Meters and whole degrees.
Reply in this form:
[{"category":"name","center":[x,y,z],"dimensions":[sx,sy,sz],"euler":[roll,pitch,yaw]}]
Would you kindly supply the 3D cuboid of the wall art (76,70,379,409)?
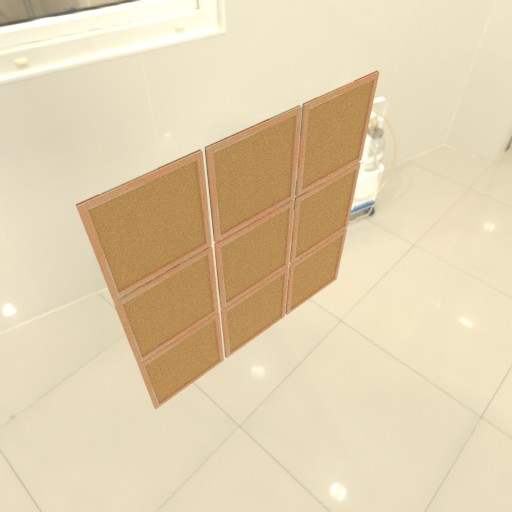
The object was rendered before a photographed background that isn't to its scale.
[{"category":"wall art","center":[0.000,0.000,1.861],"dimensions":[1.216,1.220,0.013],"euler":[-32,54,-26]}]
